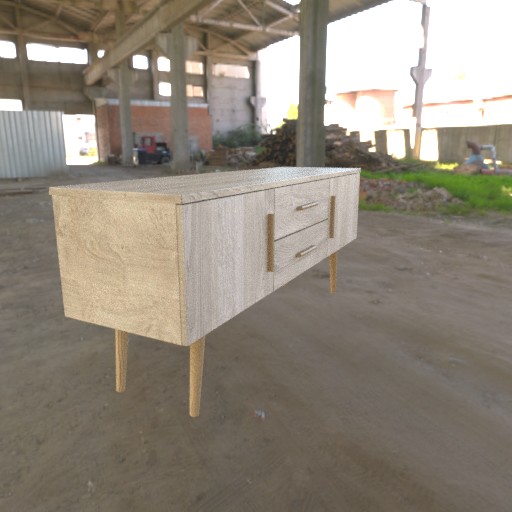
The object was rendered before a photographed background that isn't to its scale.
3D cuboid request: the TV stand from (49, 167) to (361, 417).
[{"bbox_3d":[0.000,0.000,1.565,0.401,0.565,1.313,7,15,27],"label":"TV stand"}]
